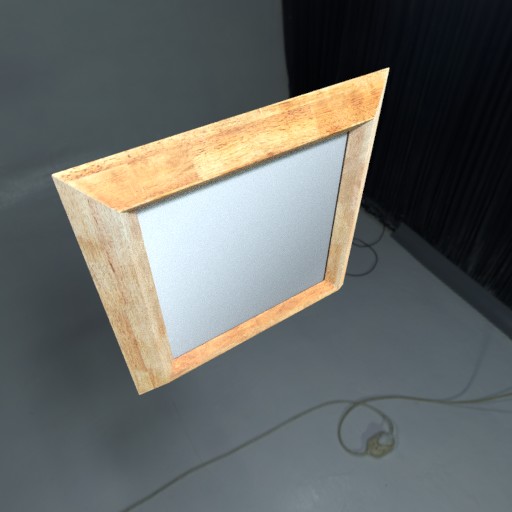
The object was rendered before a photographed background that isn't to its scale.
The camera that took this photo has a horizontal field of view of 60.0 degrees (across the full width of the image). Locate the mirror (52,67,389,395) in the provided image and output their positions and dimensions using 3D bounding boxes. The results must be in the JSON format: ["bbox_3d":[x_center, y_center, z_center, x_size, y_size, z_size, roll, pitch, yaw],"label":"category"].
[{"bbox_3d":[0.000,0.000,0.961,0.651,0.651,0.047,-25,51,-22],"label":"mirror"}]
